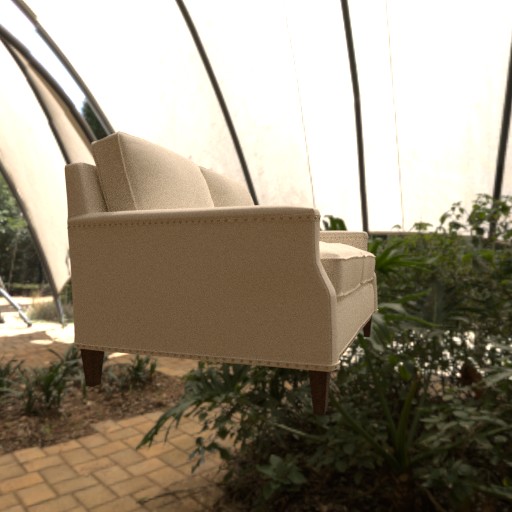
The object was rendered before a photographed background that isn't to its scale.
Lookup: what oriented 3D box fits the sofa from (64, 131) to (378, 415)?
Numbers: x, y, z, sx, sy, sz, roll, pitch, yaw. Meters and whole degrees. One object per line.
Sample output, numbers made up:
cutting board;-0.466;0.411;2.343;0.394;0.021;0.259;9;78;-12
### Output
sofa;0.000;0.000;2.248;1.084;1.003;1.597;0;0;20
